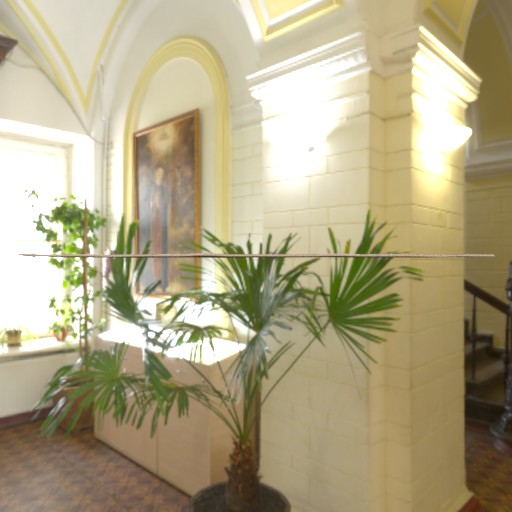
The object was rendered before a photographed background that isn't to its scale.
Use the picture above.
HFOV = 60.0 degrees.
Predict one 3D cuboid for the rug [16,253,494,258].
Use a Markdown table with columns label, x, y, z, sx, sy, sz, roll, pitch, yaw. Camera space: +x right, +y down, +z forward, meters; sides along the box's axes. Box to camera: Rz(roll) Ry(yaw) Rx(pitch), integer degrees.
| label | x | y | z | sx | sy | sz | roll | pitch | yaw |
| --- | --- | --- | --- | --- | --- | --- | --- | --- | --- |
| rug | 0.000 | 0.000 | 2.623 | 2.383 | 0.018 | 0.857 | 0 | -1 | -1 |
